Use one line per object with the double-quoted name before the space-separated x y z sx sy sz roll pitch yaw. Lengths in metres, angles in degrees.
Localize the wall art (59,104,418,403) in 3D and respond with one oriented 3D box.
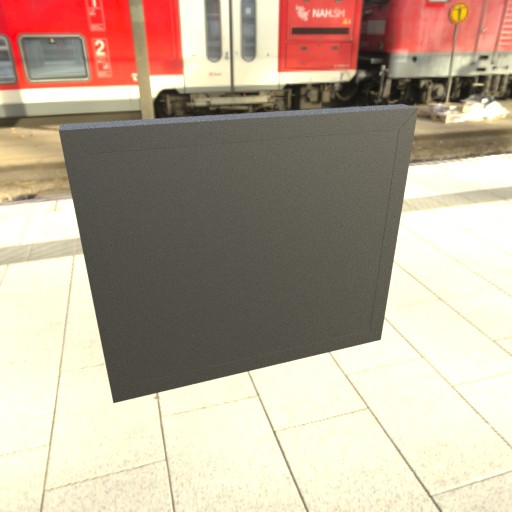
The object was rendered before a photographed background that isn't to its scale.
"wall art" 0.000 0.000 0.537 0.381 0.330 0.029 -9 29 -17
